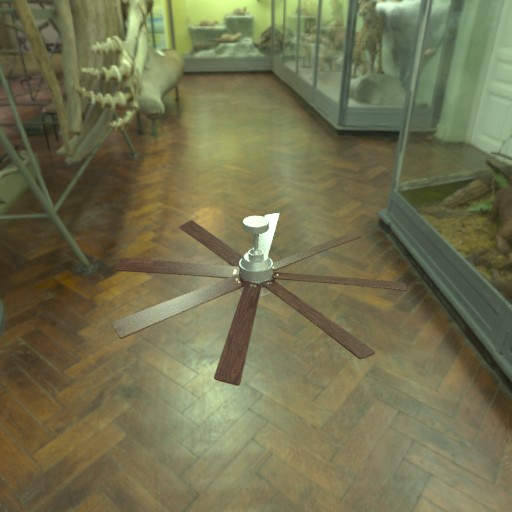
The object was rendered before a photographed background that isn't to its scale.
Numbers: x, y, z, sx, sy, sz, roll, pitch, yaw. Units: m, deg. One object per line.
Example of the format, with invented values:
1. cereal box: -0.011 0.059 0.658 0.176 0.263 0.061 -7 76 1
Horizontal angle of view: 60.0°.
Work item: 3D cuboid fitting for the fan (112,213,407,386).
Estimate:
1. fan: 0.000 0.000 2.722 1.830 0.472 1.830 -20 36 -31
